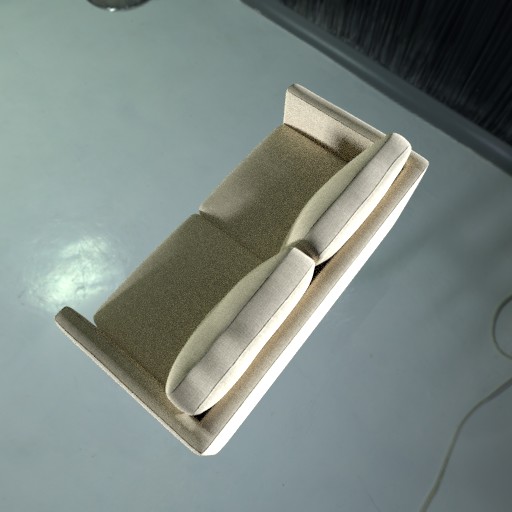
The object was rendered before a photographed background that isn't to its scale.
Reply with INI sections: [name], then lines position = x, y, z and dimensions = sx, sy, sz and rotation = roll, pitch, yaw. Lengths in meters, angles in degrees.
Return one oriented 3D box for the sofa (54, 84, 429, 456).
[sofa]
position = 0.000, 0.000, 2.451
dimensions = 0.950, 0.963, 1.884
rotation = 36, 71, 15
